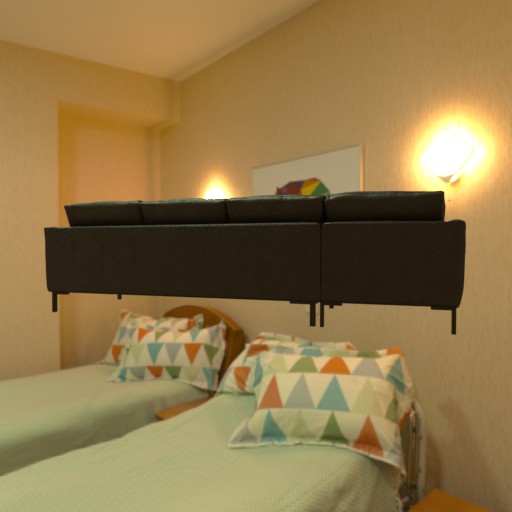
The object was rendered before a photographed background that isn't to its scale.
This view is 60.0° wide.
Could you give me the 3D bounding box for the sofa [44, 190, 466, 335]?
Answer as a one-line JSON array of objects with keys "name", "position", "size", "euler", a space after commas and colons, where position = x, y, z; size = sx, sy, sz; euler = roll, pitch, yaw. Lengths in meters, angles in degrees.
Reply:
[{"name": "sofa", "position": [0.000, 0.000, 3.665], "size": [2.993, 0.859, 1.471], "euler": [0, 1, 18]}]
